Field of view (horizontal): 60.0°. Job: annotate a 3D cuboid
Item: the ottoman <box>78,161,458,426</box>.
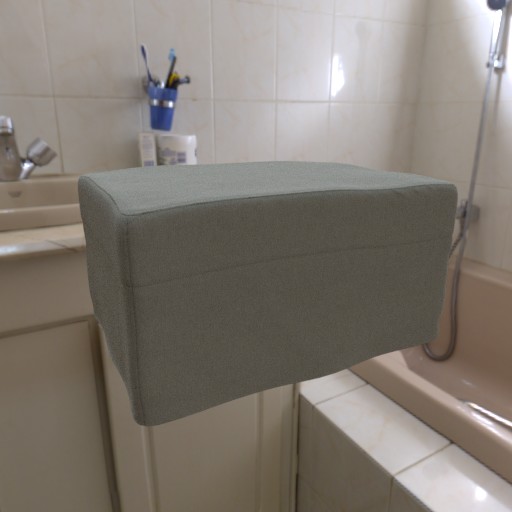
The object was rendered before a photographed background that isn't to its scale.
[{"bbox_3d":[0.000,0.000,1.237,0.833,0.461,0.648,-9,19,-26],"label":"ottoman"}]
